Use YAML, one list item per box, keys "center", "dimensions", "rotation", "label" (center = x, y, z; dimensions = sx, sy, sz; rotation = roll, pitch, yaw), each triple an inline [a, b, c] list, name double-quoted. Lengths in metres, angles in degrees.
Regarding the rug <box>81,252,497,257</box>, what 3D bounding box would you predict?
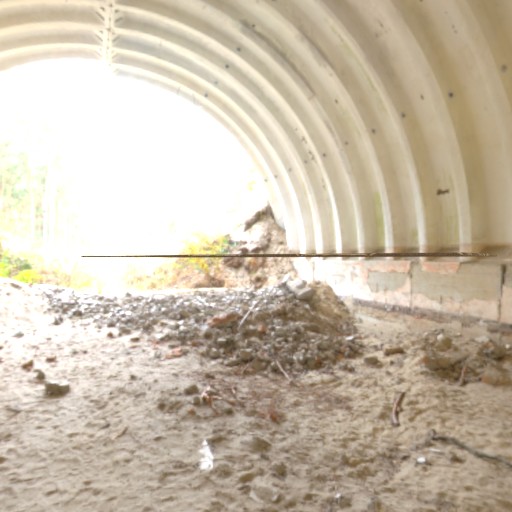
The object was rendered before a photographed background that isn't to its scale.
- center: [0.000, 0.000, 2.659]
  dimensions: [2.464, 0.012, 0.773]
  rotation: [0, -1, 36]
  label: "rug"
